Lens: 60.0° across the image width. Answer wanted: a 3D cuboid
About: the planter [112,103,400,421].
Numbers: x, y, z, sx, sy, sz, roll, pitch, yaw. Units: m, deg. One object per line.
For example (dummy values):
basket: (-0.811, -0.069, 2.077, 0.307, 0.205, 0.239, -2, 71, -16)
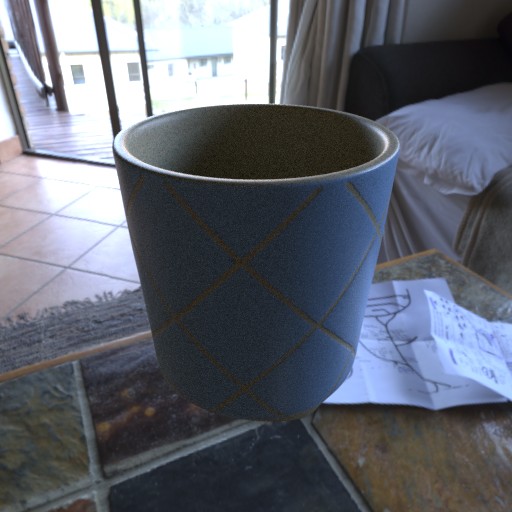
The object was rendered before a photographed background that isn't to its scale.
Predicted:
planter: (0.000, 0.000, 0.422, 0.227, 0.235, 0.227, 0, 31, 0)
